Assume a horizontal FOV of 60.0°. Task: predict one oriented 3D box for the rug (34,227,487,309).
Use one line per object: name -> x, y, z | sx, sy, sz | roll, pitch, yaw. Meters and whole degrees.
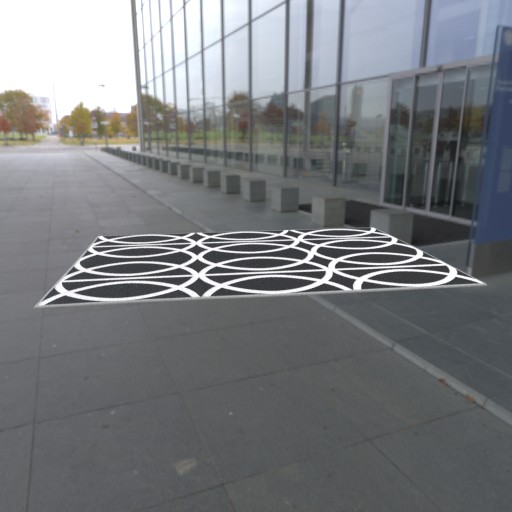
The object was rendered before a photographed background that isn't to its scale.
rug -> 0.000, 0.000, 2.922 | 2.290, 0.014, 1.526 | -2, 15, -8
